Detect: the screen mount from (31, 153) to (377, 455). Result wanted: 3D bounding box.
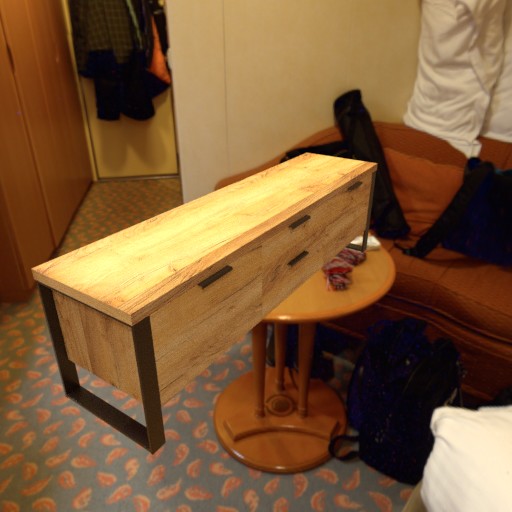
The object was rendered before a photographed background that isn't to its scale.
[{"bbox_3d":[0.000,0.000,1.730,0.395,0.450,1.524,17,31,30],"label":"screen mount"}]
